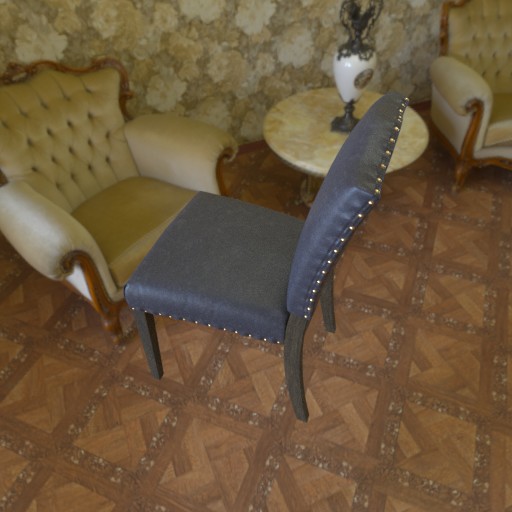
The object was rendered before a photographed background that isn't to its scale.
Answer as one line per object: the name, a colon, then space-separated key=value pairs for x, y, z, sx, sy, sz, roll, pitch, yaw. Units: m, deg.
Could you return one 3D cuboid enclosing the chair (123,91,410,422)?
chair: x=0.000 y=0.000 z=1.321 sx=0.633 sy=0.991 sz=0.500 roll=15 pitch=47 yaw=15
